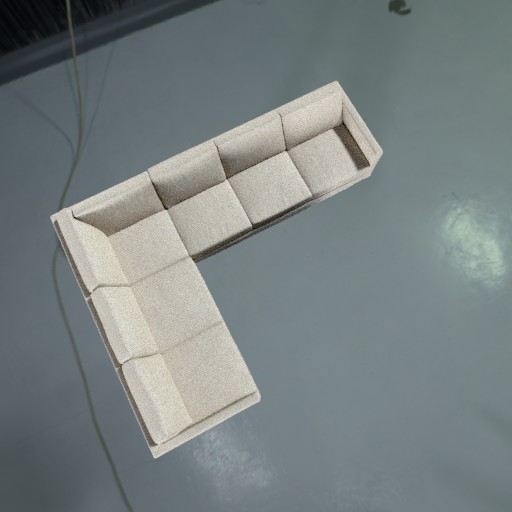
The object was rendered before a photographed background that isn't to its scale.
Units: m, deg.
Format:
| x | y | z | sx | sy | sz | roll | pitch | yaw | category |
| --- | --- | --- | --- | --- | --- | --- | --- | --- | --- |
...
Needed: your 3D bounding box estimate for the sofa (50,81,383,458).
| x | y | z | sx | sy | sz | roll | pitch | yaw | category |
| --- | --- | --- | --- | --- | --- | --- | --- | --- | --- |
| 0.000 | 0.000 | 4.360 | 3.182 | 0.863 | 2.432 | -27 | 77 | -7 | sofa |
